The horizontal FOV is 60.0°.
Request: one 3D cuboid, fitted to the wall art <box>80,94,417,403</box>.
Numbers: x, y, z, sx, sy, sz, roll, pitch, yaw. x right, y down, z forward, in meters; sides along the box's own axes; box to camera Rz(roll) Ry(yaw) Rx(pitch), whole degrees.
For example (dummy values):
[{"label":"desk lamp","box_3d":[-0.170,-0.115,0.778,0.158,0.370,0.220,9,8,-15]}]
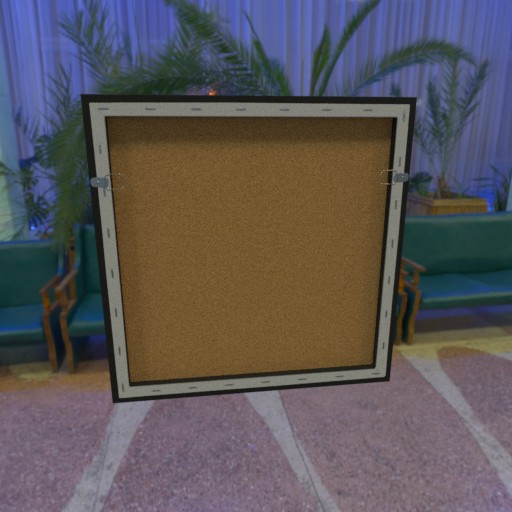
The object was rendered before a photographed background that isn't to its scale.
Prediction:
[{"label":"wall art","box_3d":[0.000,0.000,1.115,0.758,0.758,0.044,-2,16,-8]}]
